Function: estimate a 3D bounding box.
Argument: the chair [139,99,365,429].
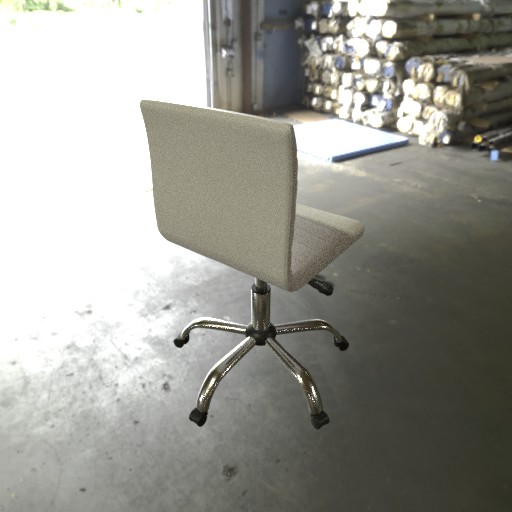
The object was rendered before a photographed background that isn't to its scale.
[{"bbox_3d":[0.000,0.000,1.138,0.556,0.780,0.530,21,36,32],"label":"chair"}]
